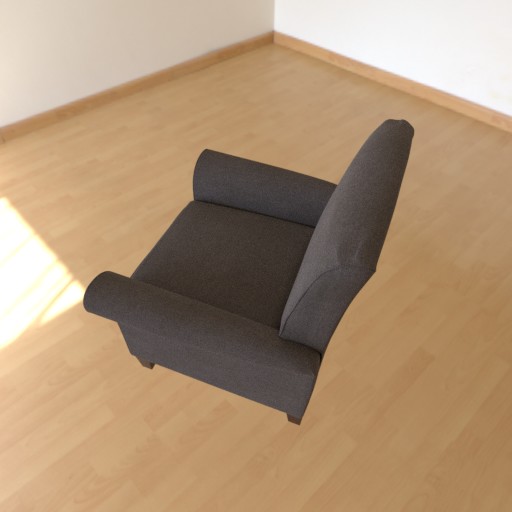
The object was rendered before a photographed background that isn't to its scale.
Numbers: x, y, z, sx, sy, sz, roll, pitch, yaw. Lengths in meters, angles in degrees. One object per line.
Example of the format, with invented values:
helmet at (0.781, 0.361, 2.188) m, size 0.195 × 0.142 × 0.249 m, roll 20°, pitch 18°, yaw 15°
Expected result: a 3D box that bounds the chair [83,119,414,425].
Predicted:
chair at (0.000, 0.000, 1.740) m, size 0.905 × 1.061 × 0.978 m, roll 16°, pitch 48°, yaw 15°
